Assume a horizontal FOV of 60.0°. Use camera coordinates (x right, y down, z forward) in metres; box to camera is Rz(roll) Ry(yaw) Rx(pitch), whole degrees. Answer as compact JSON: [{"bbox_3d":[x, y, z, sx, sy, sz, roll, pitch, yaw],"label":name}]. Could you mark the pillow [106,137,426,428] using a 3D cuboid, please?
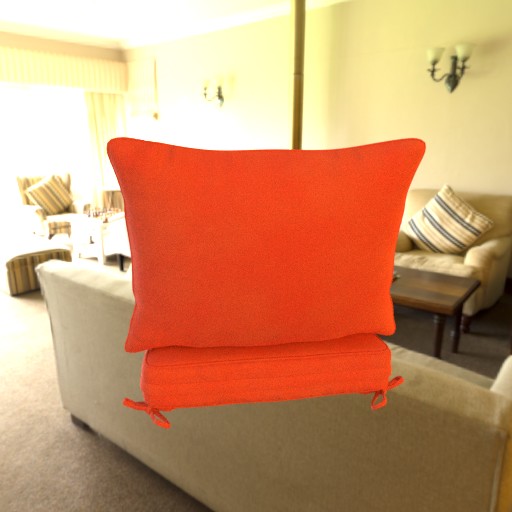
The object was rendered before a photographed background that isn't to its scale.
[{"bbox_3d":[0.000,0.000,1.401,0.798,0.725,0.733,-2,15,-8],"label":"pillow"}]
